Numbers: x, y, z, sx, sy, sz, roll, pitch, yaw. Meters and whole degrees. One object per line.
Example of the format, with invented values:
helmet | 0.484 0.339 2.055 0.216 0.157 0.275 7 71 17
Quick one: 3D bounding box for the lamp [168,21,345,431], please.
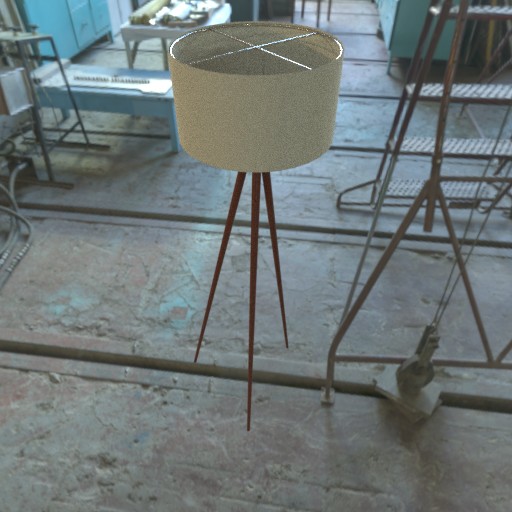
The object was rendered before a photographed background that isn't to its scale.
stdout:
lamp | 0.000 0.000 1.734 0.483 1.553 0.483 -27 48 -27
